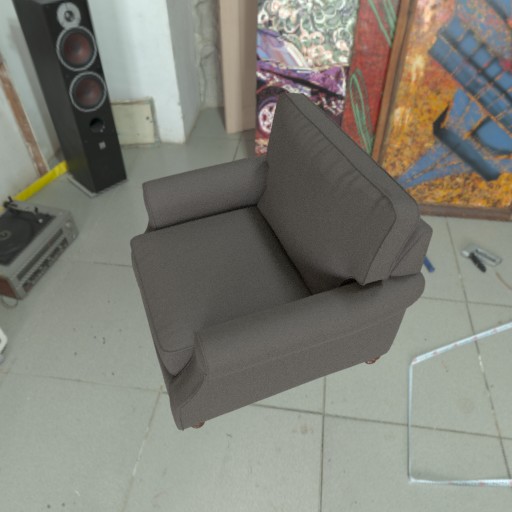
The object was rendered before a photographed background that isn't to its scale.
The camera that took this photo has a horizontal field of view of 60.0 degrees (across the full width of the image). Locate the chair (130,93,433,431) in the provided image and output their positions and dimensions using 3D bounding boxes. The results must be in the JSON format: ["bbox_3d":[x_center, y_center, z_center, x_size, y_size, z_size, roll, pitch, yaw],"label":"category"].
[{"bbox_3d":[0.000,0.000,1.809,0.966,0.967,1.029,-15,47,-15],"label":"chair"}]
